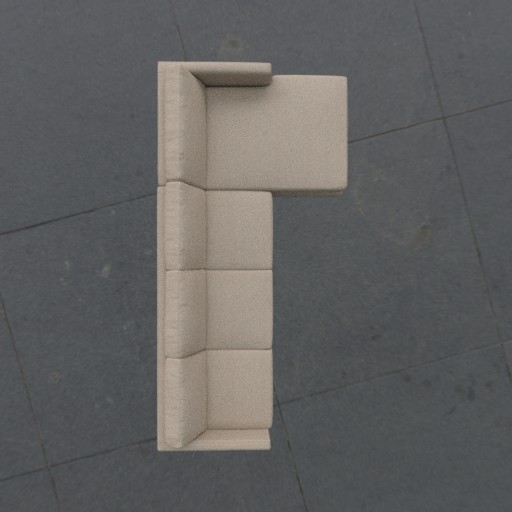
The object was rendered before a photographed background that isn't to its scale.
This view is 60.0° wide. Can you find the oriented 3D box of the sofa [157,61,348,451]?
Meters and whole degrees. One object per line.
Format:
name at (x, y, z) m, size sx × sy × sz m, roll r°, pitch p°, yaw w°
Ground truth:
sofa at (0.000, 0.000, 3.856) m, size 1.622 × 0.867 × 3.177 m, roll 0°, pitch 90°, yaw -1°
